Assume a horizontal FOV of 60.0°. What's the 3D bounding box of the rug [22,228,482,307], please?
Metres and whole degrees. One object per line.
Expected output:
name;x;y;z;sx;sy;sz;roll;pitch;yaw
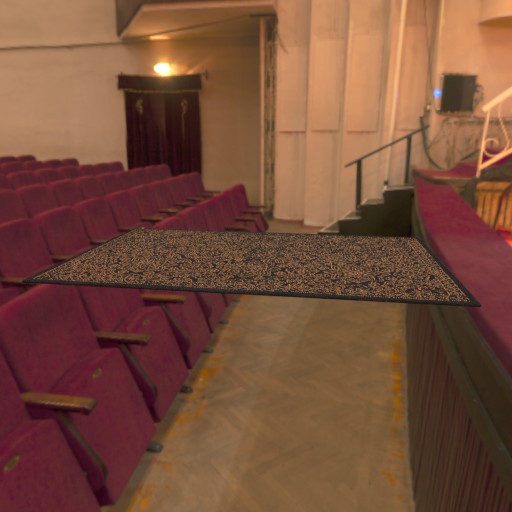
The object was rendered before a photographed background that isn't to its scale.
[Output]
rug;0.000;0.000;3.043;2.441;0.015;1.526;2;15;9
